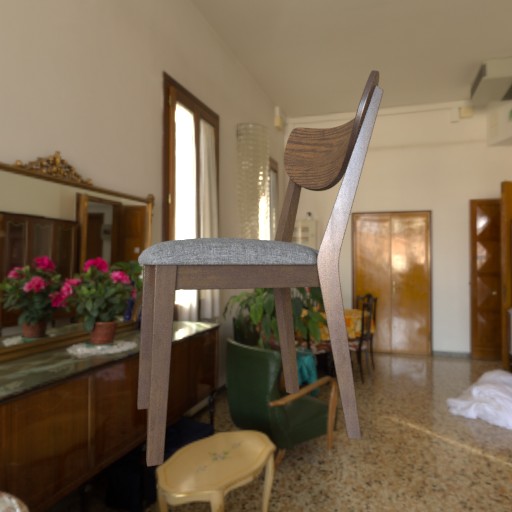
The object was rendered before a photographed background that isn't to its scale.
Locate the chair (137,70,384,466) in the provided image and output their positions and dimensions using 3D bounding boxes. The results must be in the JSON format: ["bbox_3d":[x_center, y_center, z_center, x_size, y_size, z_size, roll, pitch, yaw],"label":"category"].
[{"bbox_3d":[0.000,0.000,1.166,0.583,0.849,0.491,0,-1,-18],"label":"chair"}]
